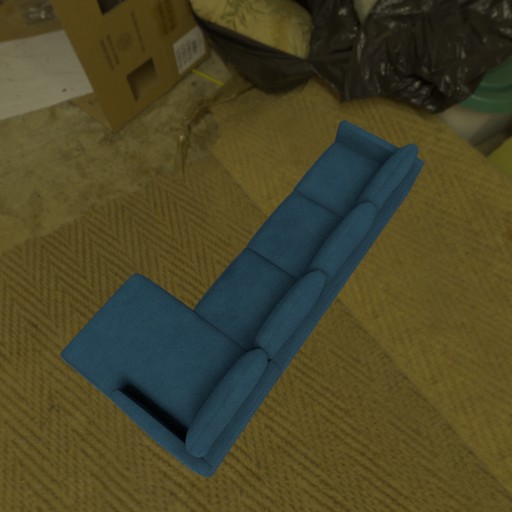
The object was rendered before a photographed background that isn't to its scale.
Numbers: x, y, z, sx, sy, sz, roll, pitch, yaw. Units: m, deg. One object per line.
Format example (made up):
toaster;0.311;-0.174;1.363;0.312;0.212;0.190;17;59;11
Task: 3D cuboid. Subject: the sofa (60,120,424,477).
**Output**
sofa;0.000;0.000;3.468;1.350;0.810;2.932;33;68;15
